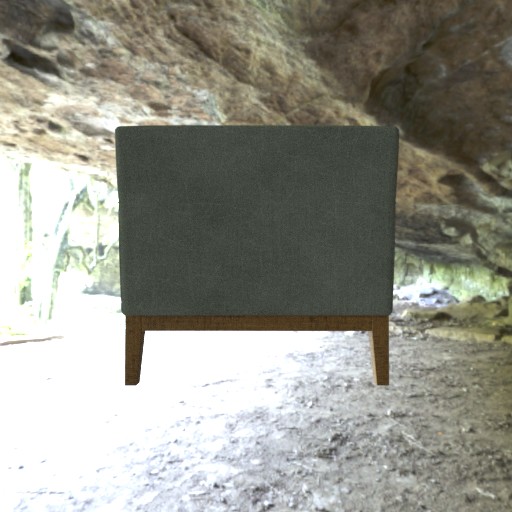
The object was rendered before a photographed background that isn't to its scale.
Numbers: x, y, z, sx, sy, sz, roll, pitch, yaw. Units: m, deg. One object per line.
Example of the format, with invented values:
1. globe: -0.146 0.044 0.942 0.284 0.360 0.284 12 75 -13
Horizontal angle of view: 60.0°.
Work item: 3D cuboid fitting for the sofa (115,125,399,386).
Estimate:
1. sofa: 0.000 0.000 2.241 0.894 0.859 1.779 0 -1 0
